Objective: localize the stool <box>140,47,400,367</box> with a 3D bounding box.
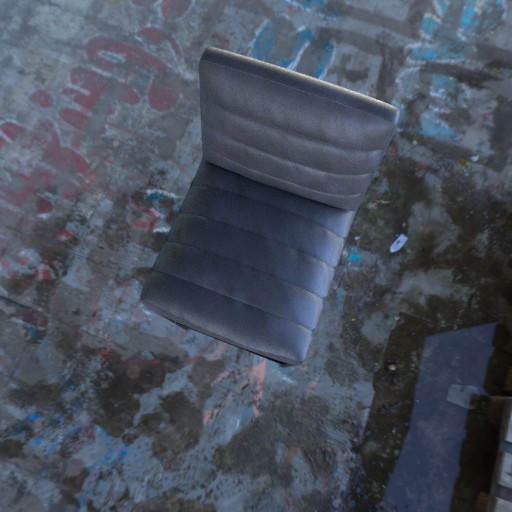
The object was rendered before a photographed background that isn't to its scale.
[{"bbox_3d":[0.000,0.000,1.367,0.463,1.065,0.562,20,76,5],"label":"stool"}]
